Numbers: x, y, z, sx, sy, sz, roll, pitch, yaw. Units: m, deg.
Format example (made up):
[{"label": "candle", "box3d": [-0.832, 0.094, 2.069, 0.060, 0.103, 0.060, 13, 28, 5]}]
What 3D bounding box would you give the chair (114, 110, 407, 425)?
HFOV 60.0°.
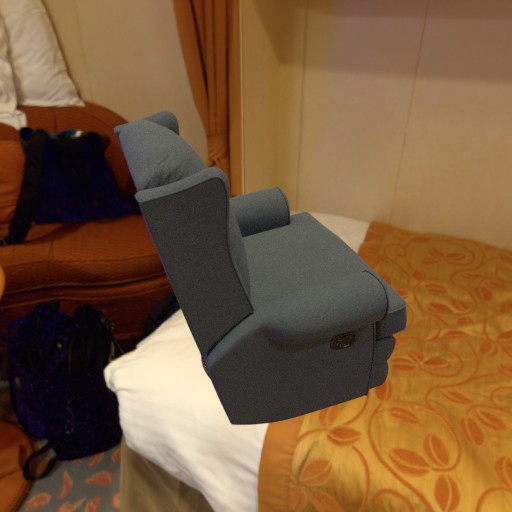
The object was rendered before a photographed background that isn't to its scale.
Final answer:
[{"label": "chair", "box3d": [0.000, 0.000, 1.720, 0.877, 1.020, 0.971, -10, 32, -17]}]
